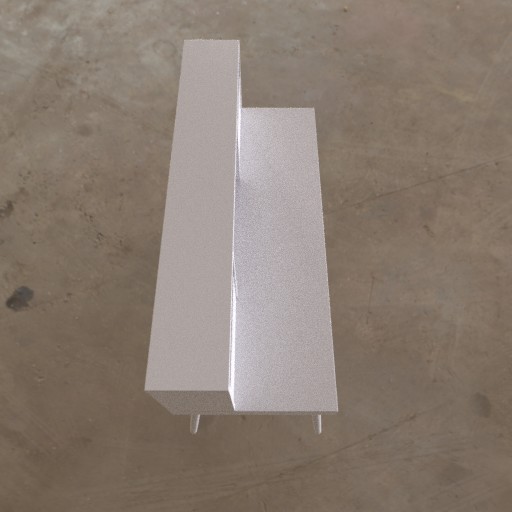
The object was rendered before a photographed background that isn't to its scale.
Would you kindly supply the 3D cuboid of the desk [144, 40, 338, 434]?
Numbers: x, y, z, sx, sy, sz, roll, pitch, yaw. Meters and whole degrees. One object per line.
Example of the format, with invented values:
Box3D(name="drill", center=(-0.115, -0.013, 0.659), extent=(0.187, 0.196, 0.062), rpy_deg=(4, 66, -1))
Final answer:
Box3D(name="desk", center=(0.000, 0.000, 1.720), extent=(0.559, 0.990, 1.199), rpy_deg=(0, 63, 0))
